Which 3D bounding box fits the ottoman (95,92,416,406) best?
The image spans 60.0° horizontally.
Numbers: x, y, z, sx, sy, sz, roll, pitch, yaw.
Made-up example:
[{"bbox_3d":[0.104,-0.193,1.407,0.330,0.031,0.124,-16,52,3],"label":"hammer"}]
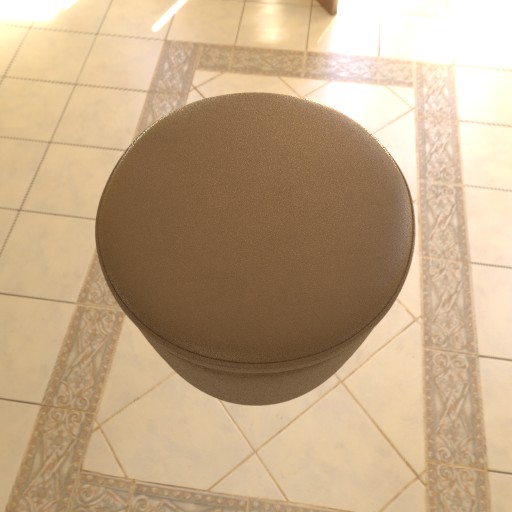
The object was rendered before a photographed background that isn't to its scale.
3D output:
[{"bbox_3d":[0.000,0.000,0.841,0.500,0.409,0.500,0,64,0],"label":"ottoman"}]
